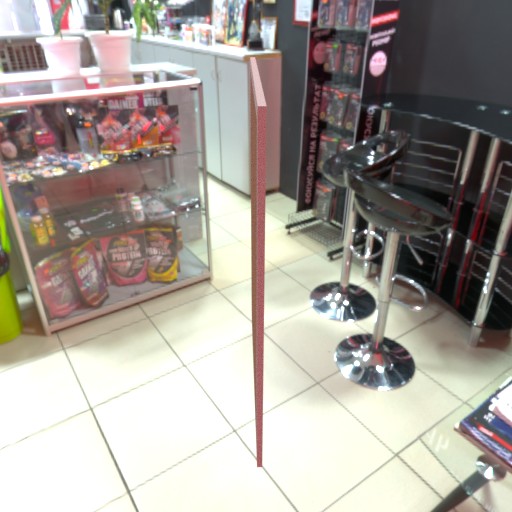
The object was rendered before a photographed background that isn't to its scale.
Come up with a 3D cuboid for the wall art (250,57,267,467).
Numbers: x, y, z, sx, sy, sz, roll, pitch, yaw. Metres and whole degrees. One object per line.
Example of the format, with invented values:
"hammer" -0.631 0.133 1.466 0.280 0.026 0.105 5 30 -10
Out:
"wall art" 0.000 0.000 1.262 0.015 0.965 0.660 -1 31 -1
